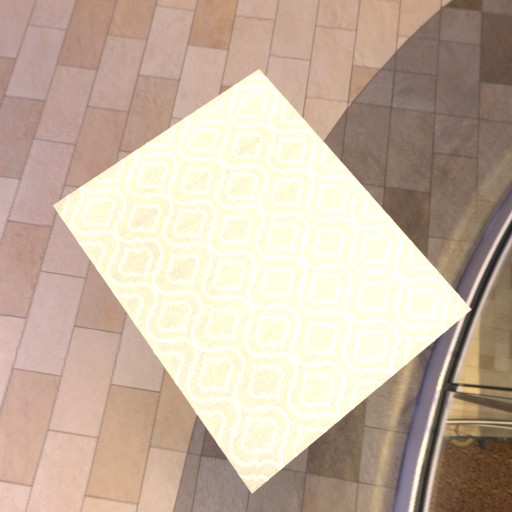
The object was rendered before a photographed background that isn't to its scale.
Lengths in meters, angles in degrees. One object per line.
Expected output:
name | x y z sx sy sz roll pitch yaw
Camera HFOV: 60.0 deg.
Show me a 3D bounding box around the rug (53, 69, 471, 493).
rug | 0.000 0.000 3.784 2.283 0.006 2.892 -36 79 -9
